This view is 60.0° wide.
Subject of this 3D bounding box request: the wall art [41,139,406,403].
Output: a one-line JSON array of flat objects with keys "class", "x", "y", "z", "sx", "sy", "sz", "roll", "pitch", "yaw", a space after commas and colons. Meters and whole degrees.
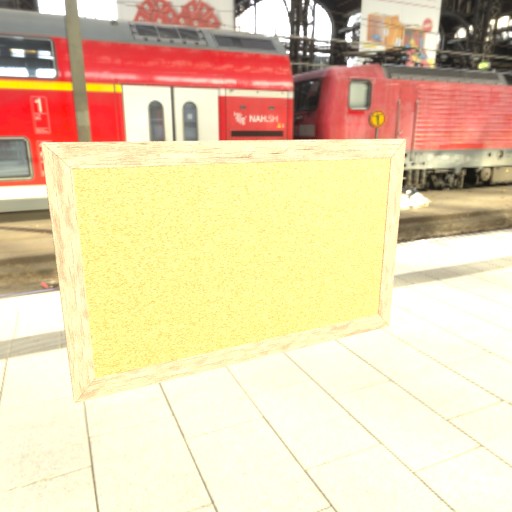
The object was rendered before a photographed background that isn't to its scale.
[{"class": "wall art", "x": 0.000, "y": 0.000, "z": 0.952, "sx": 0.780, "sy": 0.480, "sz": 0.021, "roll": -8, "pitch": 17, "yaw": -25}]
